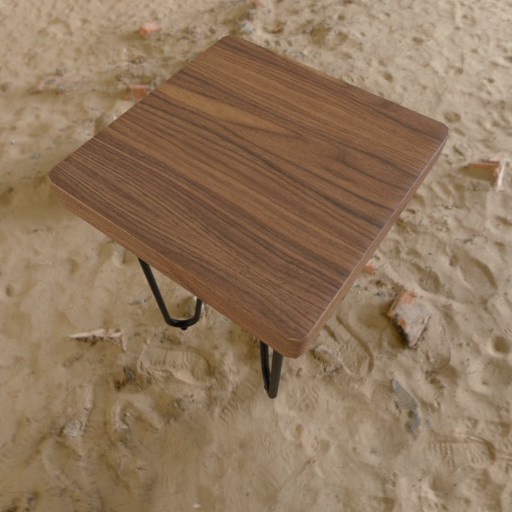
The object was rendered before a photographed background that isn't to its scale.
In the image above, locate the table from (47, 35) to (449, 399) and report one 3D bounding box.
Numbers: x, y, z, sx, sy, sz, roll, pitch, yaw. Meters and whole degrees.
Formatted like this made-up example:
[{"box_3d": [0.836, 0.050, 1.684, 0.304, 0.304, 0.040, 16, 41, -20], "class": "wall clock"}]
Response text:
[{"box_3d": [0.000, 0.000, 0.989, 0.480, 0.641, 0.479, 31, 63, 18], "class": "table"}]
